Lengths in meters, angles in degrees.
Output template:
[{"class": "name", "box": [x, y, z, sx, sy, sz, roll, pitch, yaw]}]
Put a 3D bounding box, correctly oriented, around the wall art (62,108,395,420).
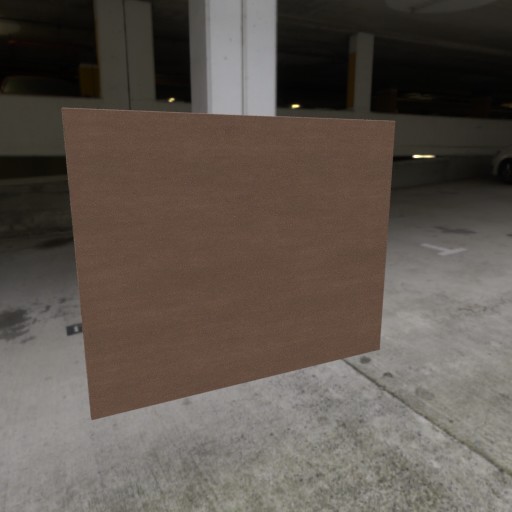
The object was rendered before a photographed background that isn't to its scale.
[{"class": "wall art", "box": [0.000, 0.000, 0.675, 0.508, 0.408, 0.012, -6, 15, -25]}]
